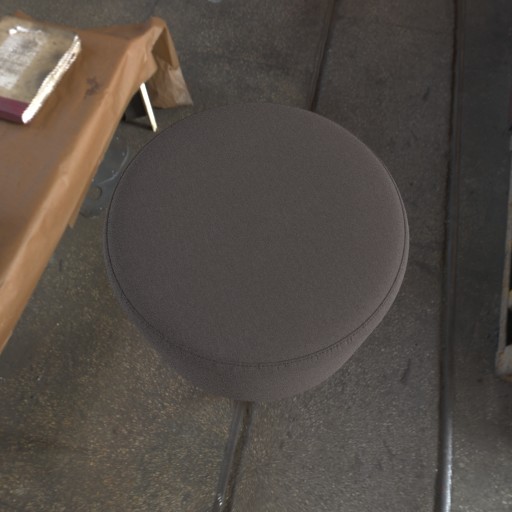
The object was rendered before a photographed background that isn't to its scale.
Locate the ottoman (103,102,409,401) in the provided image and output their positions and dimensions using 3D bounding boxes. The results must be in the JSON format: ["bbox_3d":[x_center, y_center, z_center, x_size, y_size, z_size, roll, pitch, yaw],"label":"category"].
[{"bbox_3d":[0.000,0.000,1.027,0.608,0.433,0.608,0,65,0],"label":"ottoman"}]
